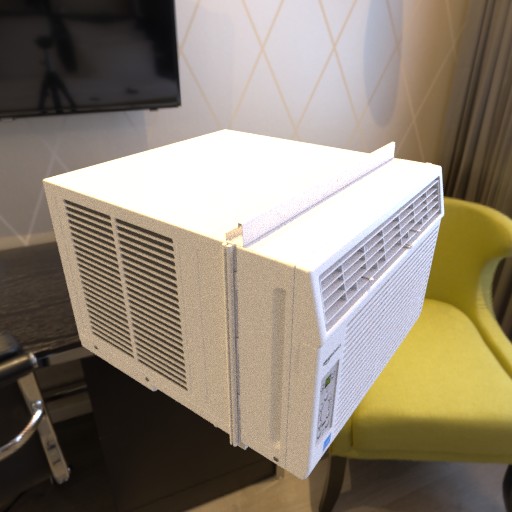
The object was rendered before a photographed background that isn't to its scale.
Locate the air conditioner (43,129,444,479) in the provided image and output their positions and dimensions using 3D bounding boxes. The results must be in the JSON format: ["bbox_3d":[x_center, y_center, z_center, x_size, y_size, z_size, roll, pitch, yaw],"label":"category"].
[{"bbox_3d":[0.000,0.000,0.853,0.546,0.388,0.503,19,34,32],"label":"air conditioner"}]
